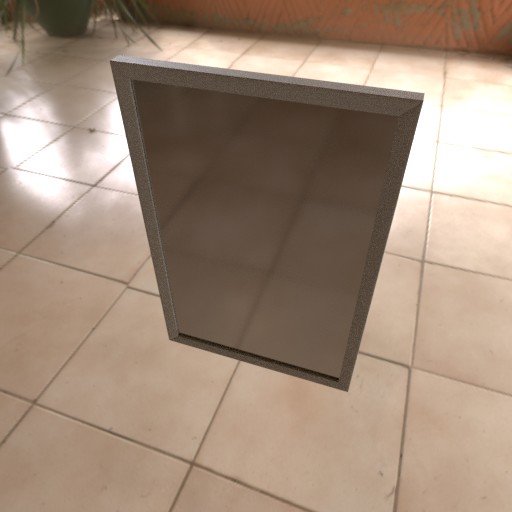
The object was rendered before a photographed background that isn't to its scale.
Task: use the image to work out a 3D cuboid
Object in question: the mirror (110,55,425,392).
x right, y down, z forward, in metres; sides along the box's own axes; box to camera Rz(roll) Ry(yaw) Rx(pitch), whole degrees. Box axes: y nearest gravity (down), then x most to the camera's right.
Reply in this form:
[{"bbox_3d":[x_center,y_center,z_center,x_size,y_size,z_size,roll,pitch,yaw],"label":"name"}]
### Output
[{"bbox_3d":[0.000,0.000,1.138,0.609,0.915,0.040,13,44,14],"label":"mirror"}]
